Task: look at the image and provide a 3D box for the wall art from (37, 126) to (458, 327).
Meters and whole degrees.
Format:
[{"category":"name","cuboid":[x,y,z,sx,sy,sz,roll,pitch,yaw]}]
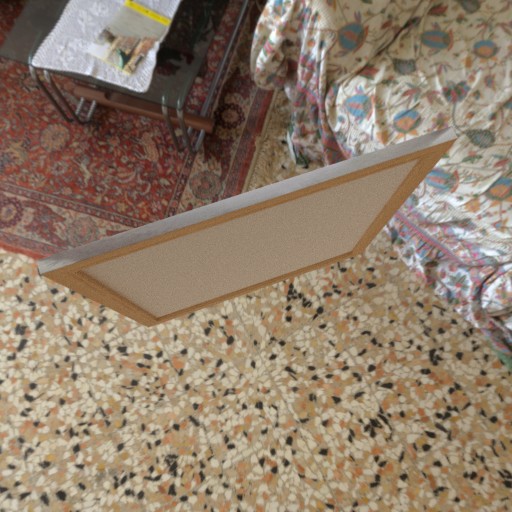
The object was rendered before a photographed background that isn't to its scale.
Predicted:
[{"category":"wall art","cuboid":[0.000,0.000,1.133,0.762,0.762,0.027,-19,75,-5]}]
